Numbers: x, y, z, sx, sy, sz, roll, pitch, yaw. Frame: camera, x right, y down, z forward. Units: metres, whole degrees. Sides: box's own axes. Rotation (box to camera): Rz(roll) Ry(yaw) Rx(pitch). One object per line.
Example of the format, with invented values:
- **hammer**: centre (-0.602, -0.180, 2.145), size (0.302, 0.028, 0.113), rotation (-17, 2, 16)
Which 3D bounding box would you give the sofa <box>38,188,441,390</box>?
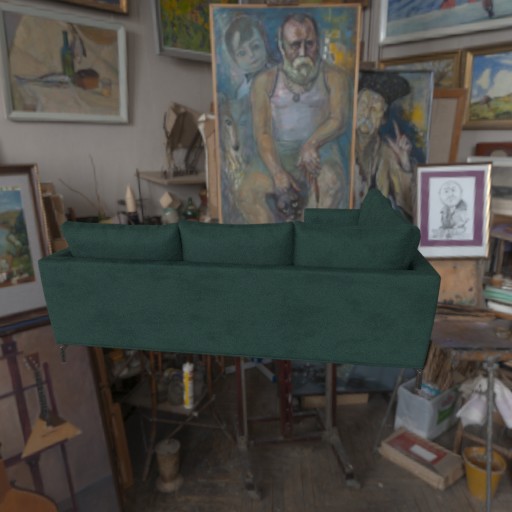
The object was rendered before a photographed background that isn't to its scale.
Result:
- **sofa**: centre (0.000, 0.000, 3.864), size (2.452, 1.004, 2.468), rotation (2, 15, 8)
